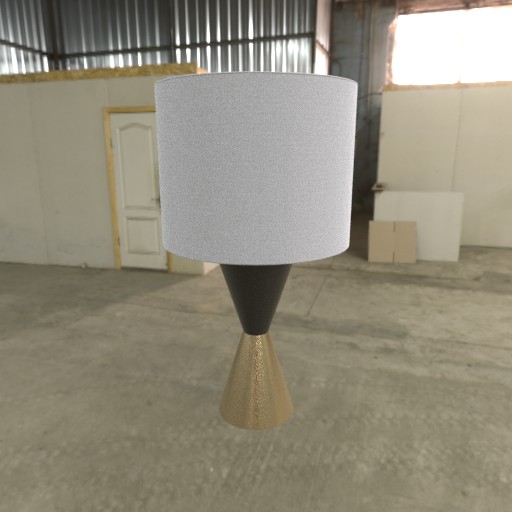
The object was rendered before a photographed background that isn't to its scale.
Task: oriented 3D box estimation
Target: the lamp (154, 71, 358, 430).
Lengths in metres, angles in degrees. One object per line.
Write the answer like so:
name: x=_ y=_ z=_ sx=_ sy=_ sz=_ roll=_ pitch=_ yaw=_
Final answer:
lamp: x=0.000 y=0.000 z=0.744 sx=0.304 sy=0.573 sz=0.304 roll=14 pitch=20 yaw=43
